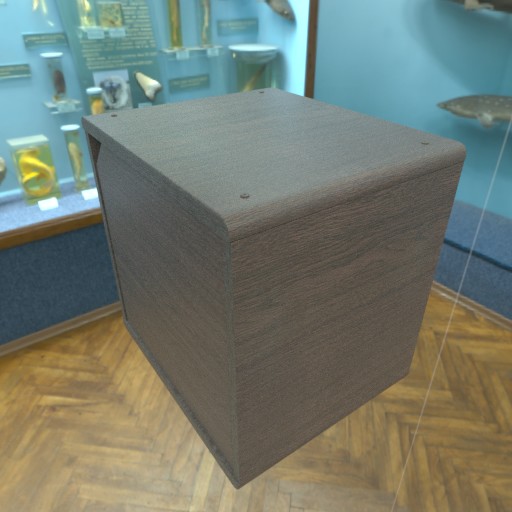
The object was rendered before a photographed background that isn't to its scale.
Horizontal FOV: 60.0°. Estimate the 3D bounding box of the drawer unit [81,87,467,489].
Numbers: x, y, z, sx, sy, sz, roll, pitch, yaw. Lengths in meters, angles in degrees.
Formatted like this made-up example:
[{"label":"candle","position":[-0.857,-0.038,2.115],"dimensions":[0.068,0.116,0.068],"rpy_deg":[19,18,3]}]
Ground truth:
[{"label":"drawer unit","position":[0.000,0.000,0.591],"dimensions":[0.290,0.344,0.344],"rpy_deg":[-21,38,-29]}]
